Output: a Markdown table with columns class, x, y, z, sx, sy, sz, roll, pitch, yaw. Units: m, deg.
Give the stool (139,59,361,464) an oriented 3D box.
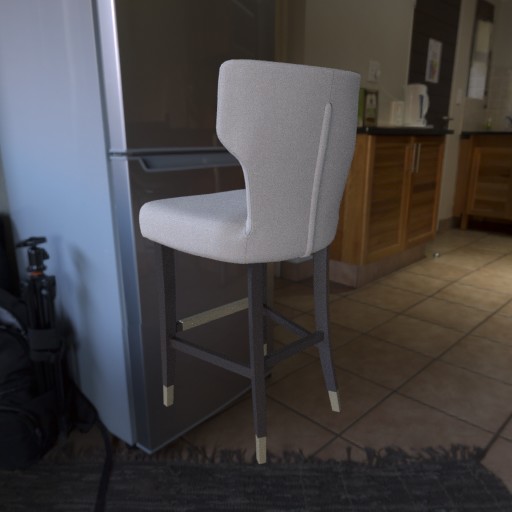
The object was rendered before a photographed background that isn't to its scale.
| class | x | y | z | sx | sy | sz | roll | pitch | yaw |
| --- | --- | --- | --- | --- | --- | --- | --- | --- | --- |
| stool | 0.000 | 0.000 | 1.420 | 0.526 | 1.092 | 0.563 | -15 | 22 | -41 |
